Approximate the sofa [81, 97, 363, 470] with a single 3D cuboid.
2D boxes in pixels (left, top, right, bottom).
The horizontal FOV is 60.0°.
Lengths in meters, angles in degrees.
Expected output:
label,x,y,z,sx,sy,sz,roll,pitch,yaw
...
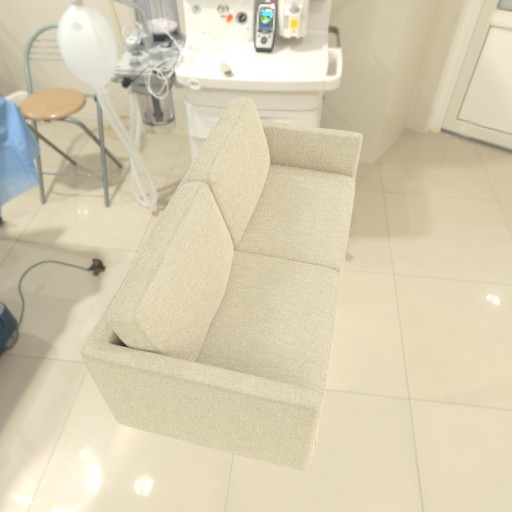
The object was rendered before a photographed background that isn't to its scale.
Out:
label,x,y,z,sx,sy,sz,roll,pitch,yaw
sofa,0.000,0.000,2.392,0.950,0.963,1.838,10,47,9
